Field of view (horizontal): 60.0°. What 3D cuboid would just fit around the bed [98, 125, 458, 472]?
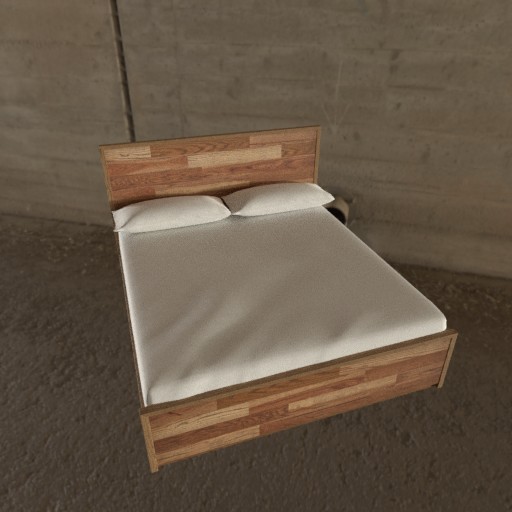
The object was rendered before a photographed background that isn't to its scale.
[{"bbox_3d":[0.000,0.000,3.388,2.013,1.295,2.184,-10,32,-16],"label":"bed"}]
